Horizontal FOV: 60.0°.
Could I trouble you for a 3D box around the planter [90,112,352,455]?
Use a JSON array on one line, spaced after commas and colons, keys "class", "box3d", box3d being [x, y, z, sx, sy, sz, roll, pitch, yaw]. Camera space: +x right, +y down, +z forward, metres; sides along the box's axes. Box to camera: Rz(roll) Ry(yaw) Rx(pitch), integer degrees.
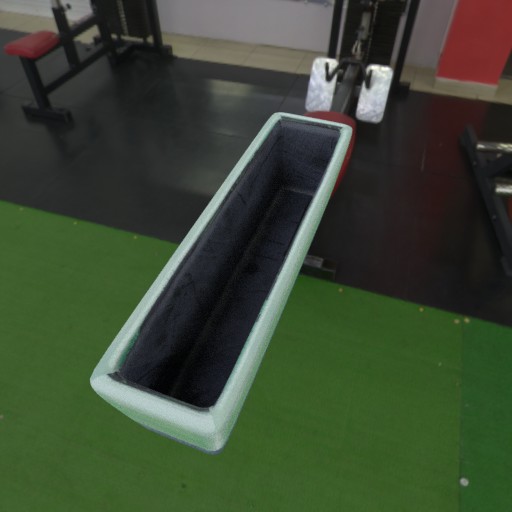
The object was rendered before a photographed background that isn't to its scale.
[{"class": "planter", "box3d": [0.000, 0.000, 0.313, 0.072, 0.072, 0.275, 16, 49, 14]}]
